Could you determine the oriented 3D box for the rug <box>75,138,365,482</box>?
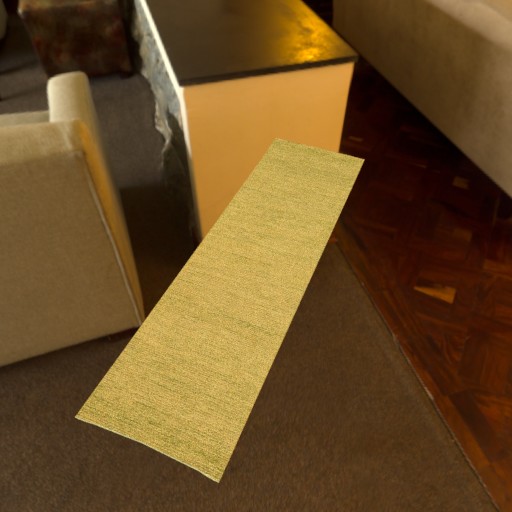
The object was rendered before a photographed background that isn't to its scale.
[{"bbox_3d":[0.000,0.000,2.537,0.686,0.013,2.340,18,50,16],"label":"rug"}]
